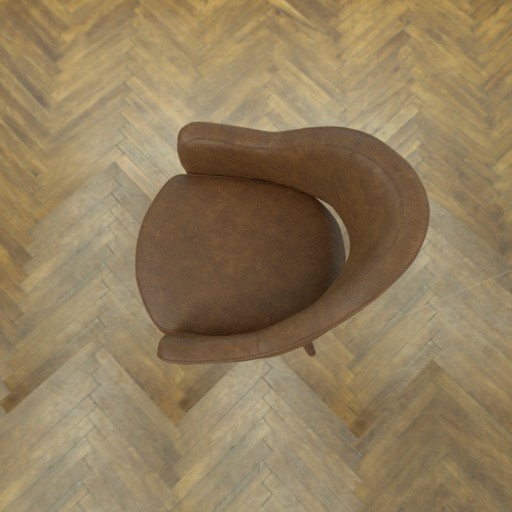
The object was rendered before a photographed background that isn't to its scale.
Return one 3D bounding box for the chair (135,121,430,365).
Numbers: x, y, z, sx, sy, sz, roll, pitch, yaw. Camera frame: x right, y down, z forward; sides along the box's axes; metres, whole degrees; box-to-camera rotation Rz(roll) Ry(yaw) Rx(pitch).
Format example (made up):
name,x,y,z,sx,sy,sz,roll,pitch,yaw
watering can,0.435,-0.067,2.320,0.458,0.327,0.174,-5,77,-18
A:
name,x,y,z,sx,sy,sz,roll,pitch,yaw
chair,0.000,0.000,1.190,0.640,0.777,0.591,3,75,1
